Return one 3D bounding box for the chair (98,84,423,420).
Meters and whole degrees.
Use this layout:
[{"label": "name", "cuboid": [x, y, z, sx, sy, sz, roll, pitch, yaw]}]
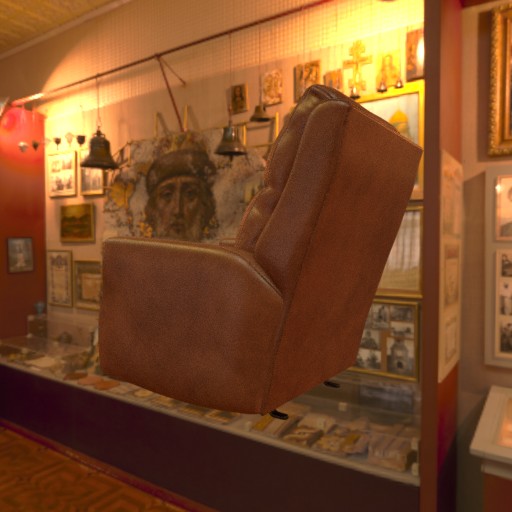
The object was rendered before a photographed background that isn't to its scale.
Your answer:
[{"label": "chair", "cuboid": [0.000, 0.000, 1.703, 1.072, 1.016, 0.821, 1, 2, 36]}]
